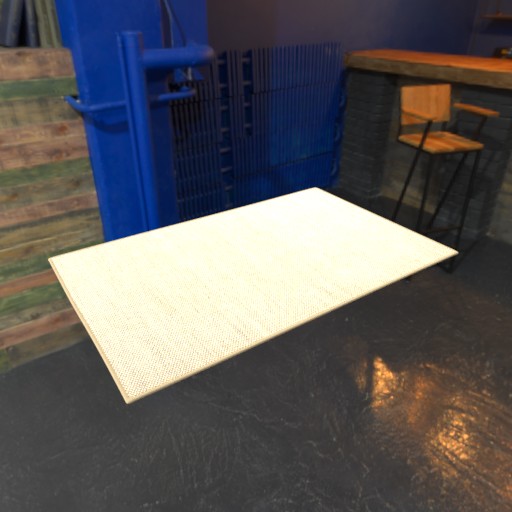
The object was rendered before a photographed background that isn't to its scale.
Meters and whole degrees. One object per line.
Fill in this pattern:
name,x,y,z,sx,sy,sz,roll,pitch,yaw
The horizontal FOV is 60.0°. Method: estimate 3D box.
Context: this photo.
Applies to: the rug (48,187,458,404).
rug,0.000,0.000,2.124,1.667,0.013,1.062,-19,35,-29
